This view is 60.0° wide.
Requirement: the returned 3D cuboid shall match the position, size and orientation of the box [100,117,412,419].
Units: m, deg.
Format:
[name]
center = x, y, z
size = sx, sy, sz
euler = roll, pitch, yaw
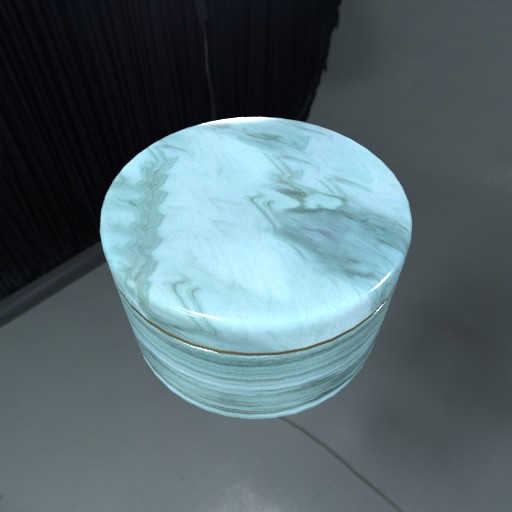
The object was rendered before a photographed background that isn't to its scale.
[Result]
[box]
center = 0.000, 0.000, 0.167
size = 0.101, 0.063, 0.101
euler = 0, 48, 0
